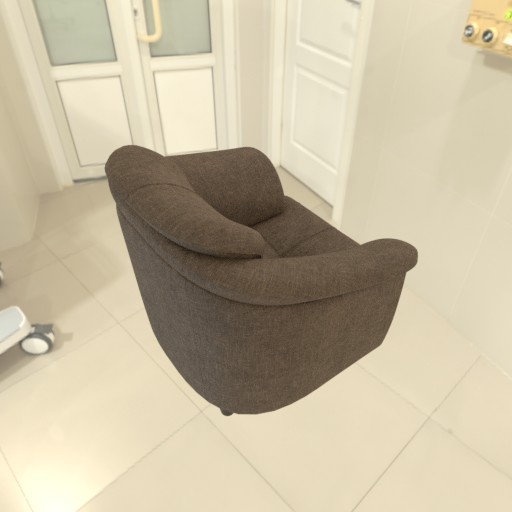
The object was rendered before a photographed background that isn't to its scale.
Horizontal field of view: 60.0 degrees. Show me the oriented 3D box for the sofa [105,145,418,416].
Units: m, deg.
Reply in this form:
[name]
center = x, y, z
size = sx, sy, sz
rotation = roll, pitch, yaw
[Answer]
[sofa]
center = 0.000, 0.000, 1.512
size = 0.794, 0.811, 0.870
rotation = -26, 47, -27
